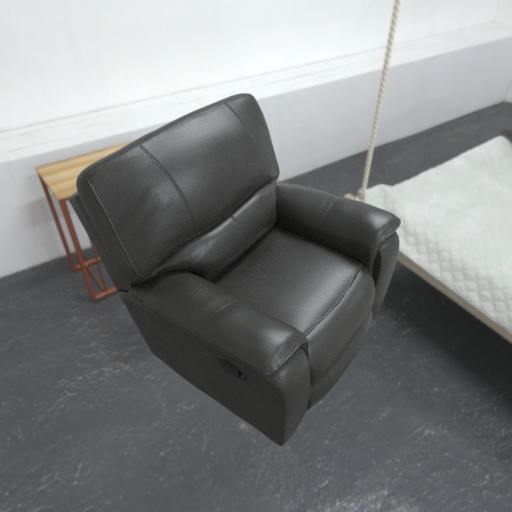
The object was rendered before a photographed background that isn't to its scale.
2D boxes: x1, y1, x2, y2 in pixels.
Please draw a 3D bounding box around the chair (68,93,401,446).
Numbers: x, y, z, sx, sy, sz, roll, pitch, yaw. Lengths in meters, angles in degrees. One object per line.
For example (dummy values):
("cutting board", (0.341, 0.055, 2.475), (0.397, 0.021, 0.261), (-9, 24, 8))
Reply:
("chair", (0.000, 0.000, 2.044), (1.087, 1.109, 1.096), (26, 48, 26))
